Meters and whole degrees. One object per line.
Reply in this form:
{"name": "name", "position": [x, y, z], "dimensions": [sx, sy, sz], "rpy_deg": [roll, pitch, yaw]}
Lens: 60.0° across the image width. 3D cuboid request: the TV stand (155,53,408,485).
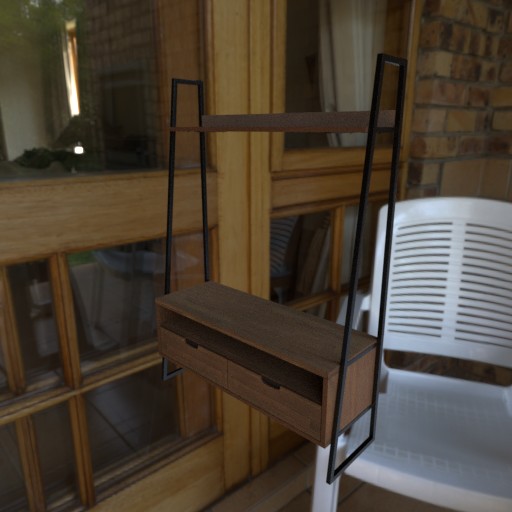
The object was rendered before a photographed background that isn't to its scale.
{"name": "TV stand", "position": [0.000, 0.000, 2.250], "dimensions": [1.250, 1.772, 0.432], "rpy_deg": [14, 22, 41]}
